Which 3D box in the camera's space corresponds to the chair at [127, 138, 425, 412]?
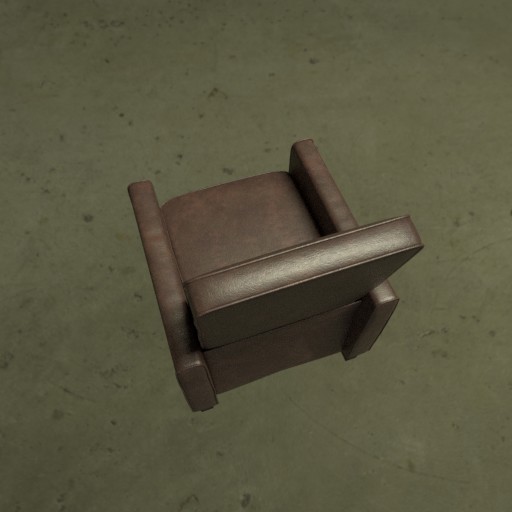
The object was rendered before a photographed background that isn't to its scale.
[{"bbox_3d":[0.000,0.000,1.479,0.705,1.013,0.746,-17,60,-10],"label":"chair"}]
